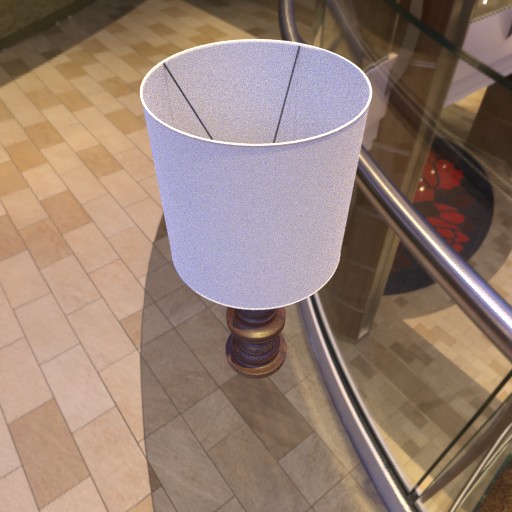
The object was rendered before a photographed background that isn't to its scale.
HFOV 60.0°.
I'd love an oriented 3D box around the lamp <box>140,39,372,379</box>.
[{"bbox_3d":[0.000,0.000,0.568,0.208,0.455,0.208,5,46,5],"label":"lamp"}]
